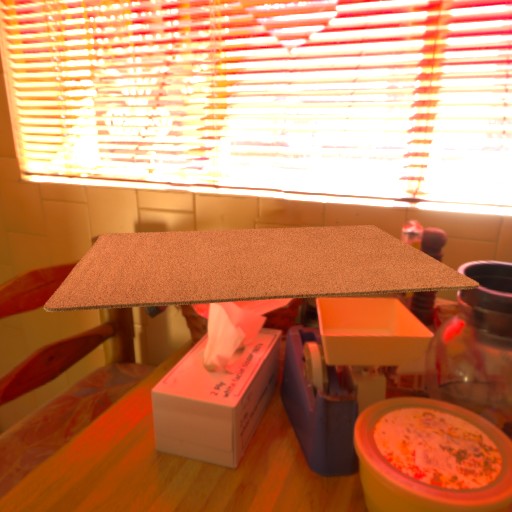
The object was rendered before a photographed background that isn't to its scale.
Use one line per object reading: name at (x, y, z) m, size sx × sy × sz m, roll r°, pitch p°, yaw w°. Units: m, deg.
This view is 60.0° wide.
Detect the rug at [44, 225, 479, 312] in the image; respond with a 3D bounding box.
rug at (0.000, 0.000, 3.523) m, size 2.700 × 0.024 × 1.801 m, roll -2°, pitch 17°, yaw -8°
